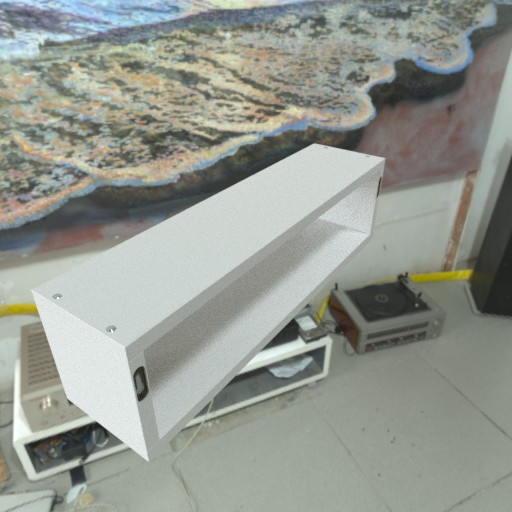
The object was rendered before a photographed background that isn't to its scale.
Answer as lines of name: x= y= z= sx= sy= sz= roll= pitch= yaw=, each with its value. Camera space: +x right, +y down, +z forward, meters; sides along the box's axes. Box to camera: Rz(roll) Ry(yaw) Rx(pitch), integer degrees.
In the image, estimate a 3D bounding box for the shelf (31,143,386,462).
shelf: x=0.000 y=0.000 z=0.688 sx=0.150 sy=0.170 sz=0.610 roll=21 pitch=38 yaw=30
